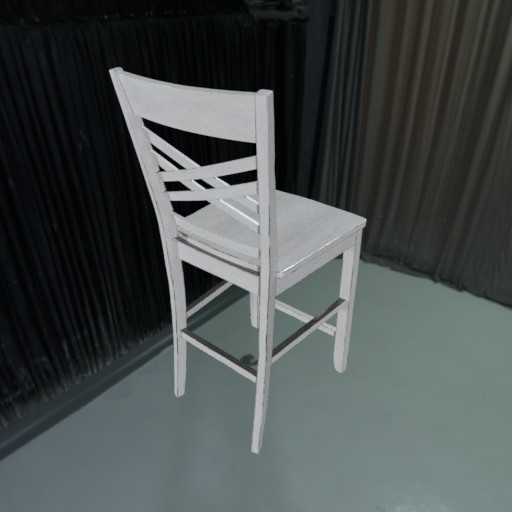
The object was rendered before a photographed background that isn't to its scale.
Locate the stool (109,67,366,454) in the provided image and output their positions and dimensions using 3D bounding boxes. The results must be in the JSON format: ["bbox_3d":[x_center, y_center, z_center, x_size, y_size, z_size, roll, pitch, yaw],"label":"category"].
[{"bbox_3d":[0.000,0.000,1.346,0.462,1.079,0.539,23,38,33],"label":"stool"}]
